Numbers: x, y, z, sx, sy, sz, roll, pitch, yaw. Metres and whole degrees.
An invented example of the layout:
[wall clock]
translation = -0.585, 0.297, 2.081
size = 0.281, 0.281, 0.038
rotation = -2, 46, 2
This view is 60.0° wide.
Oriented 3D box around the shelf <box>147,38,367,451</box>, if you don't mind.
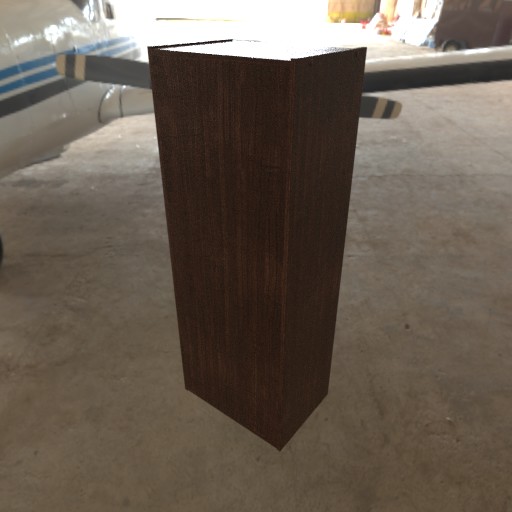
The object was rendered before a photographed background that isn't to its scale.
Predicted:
[shelf]
translation = 0.000, 0.000, 1.282
size = 0.415, 1.099, 0.290
rotation = 21, 36, 32
